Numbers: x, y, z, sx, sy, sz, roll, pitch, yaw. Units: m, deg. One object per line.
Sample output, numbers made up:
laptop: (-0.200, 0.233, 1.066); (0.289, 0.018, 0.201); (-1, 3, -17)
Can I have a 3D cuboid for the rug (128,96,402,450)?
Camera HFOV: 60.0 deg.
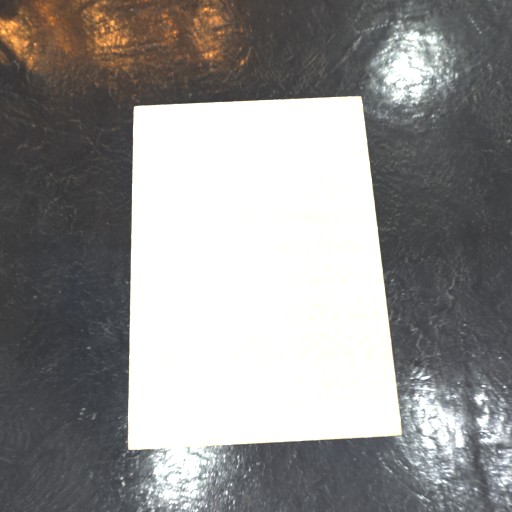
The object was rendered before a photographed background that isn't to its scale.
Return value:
rug: (0.000, 0.000, 2.712); (1.524, 0.010, 2.134); (-3, 76, -1)
